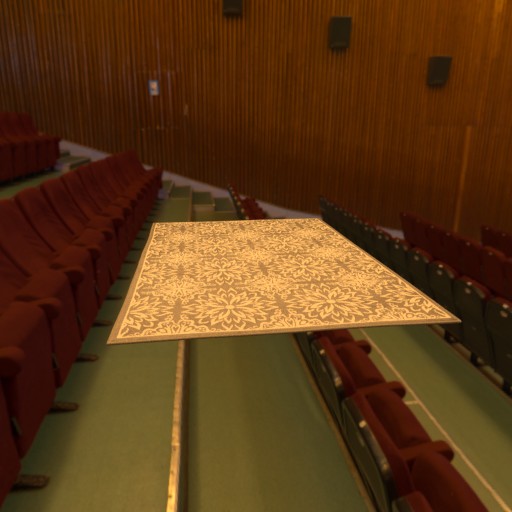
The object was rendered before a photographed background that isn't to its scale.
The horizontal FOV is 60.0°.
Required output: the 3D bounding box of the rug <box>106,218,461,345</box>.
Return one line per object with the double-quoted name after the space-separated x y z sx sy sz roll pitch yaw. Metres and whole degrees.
0.000 0.000 2.371 1.224 0.012 1.847 -2 17 -8 "rug"
